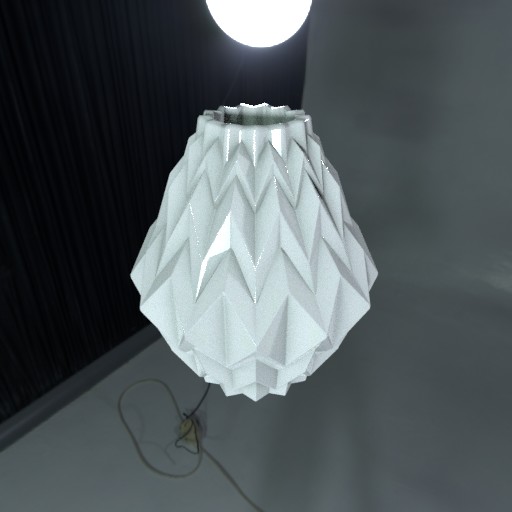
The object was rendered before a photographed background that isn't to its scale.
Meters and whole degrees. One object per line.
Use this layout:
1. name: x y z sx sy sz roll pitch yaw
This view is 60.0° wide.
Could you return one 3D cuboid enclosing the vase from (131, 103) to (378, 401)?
1. vase: 0.000 0.000 0.297 0.164 0.185 0.164 0 30 0
